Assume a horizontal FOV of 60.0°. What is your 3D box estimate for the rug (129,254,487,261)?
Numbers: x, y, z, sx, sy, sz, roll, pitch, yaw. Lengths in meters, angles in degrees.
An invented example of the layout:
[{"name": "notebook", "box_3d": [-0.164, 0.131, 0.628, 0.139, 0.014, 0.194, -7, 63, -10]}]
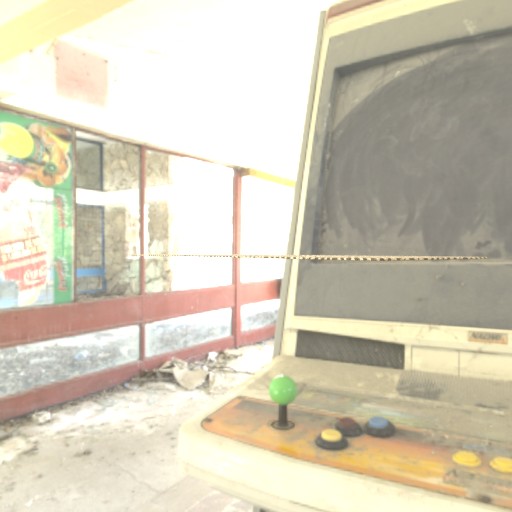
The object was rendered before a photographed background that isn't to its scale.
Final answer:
[{"name": "rug", "box_3d": [0.000, 0.000, 2.519, 0.676, 0.008, 2.277, 0, 1, -36]}]
